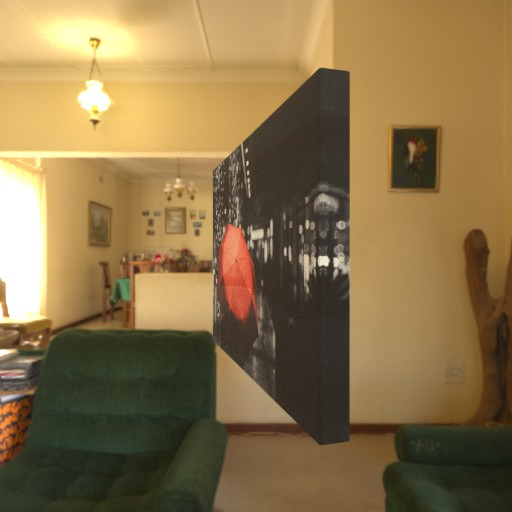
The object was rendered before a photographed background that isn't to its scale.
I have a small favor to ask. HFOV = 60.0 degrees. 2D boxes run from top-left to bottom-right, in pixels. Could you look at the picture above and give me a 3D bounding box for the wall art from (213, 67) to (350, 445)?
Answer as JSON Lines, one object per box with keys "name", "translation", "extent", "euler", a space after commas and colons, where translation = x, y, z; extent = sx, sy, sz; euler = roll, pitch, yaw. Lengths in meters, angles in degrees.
{"name": "wall art", "translation": [0.000, 0.000, 0.771], "extent": [0.037, 0.406, 0.609], "euler": [0, 0, -16]}
